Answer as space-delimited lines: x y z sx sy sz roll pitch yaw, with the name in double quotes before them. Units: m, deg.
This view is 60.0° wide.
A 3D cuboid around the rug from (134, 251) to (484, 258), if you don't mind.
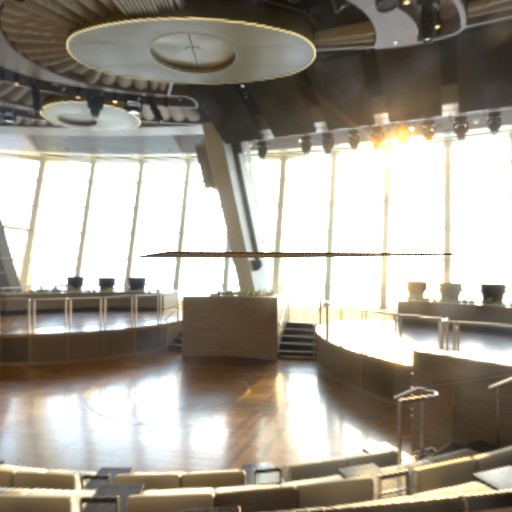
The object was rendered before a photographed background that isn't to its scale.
"rug" 0.000 0.000 3.031 1.521 0.006 2.435 0 -1 -18
